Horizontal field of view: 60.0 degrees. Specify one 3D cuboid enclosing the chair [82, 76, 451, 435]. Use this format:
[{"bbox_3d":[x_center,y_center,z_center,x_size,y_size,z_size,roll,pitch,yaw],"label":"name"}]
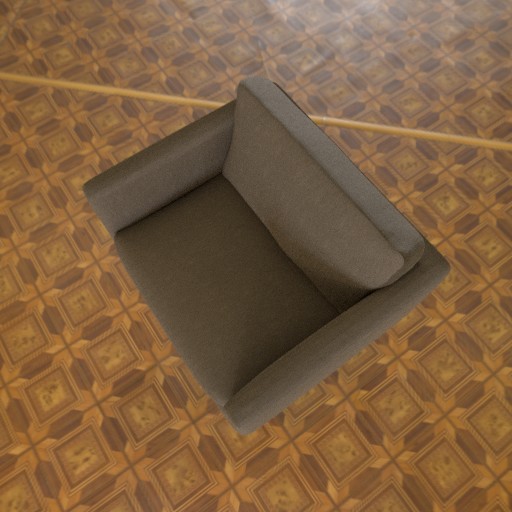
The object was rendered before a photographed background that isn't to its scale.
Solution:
[{"bbox_3d":[0.000,0.000,1.862,0.959,0.963,1.107,-33,70,-13],"label":"chair"}]
